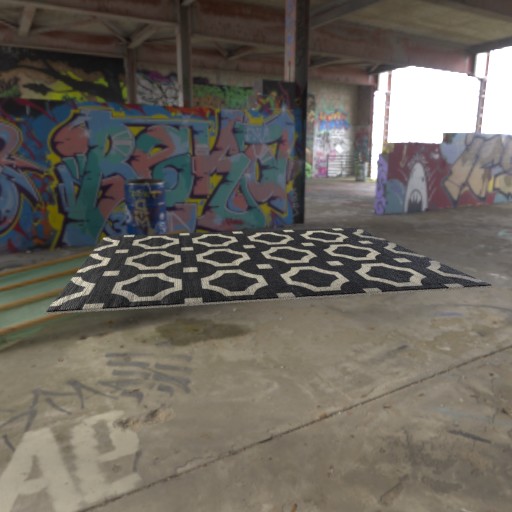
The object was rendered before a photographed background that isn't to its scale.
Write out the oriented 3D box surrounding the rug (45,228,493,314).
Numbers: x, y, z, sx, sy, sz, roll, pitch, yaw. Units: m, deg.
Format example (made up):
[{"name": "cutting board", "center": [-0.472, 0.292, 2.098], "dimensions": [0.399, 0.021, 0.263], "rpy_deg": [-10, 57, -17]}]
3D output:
[{"name": "rug", "center": [0.000, 0.000, 4.125], "dimensions": [3.049, 0.021, 2.466], "rpy_deg": [-2, 14, -10]}]
